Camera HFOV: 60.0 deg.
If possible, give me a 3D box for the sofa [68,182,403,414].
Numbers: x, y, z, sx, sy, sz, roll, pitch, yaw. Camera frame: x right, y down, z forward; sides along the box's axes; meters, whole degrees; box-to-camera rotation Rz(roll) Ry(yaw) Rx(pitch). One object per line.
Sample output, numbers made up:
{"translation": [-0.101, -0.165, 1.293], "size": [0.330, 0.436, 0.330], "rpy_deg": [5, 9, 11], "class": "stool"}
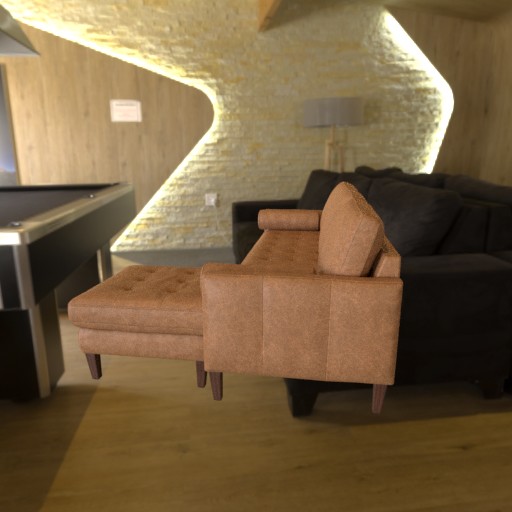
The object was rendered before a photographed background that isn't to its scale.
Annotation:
{"translation": [0.000, 0.000, 2.937], "size": [1.506, 0.876, 2.178], "rpy_deg": [2, 14, 8], "class": "sofa"}
